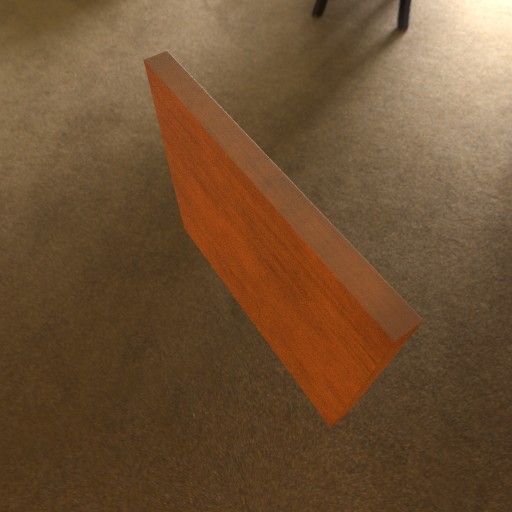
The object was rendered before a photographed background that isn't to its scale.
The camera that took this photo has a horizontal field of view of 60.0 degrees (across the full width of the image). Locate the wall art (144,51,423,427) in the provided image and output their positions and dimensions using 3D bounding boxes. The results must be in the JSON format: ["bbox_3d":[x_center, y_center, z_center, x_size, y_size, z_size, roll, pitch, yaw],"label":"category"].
[{"bbox_3d":[0.000,0.000,0.554,0.030,0.328,0.401,-30,63,-17],"label":"wall art"}]
